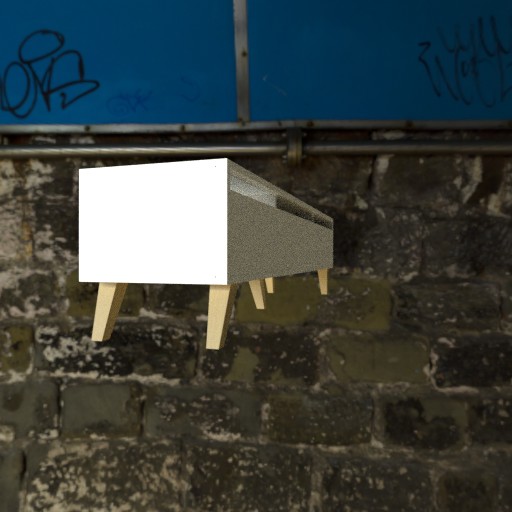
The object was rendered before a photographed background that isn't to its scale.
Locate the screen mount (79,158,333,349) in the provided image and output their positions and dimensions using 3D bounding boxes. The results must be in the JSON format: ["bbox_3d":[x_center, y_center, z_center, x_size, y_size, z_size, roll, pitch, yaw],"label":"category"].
[{"bbox_3d":[0.000,0.000,1.832,0.399,0.432,1.644,0,0,18],"label":"screen mount"}]
